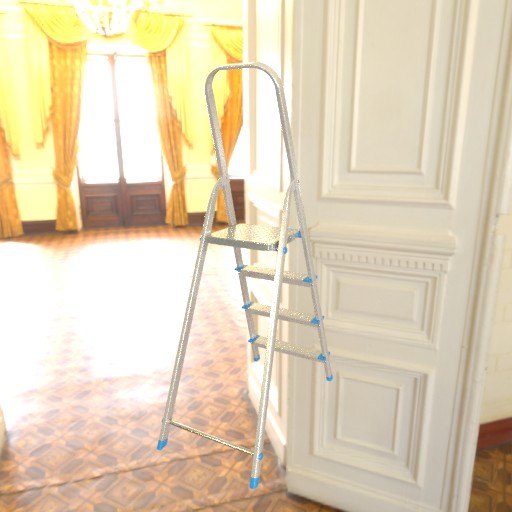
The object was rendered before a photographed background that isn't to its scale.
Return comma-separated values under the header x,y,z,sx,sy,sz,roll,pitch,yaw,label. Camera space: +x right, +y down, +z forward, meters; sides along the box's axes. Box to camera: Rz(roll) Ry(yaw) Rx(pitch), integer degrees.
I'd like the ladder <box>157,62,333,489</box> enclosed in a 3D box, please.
x,y,z,sx,sy,sz,roll,pitch,yaw,label
0.000,0.000,1.815,0.445,1.434,0.842,8,17,27,ladder
